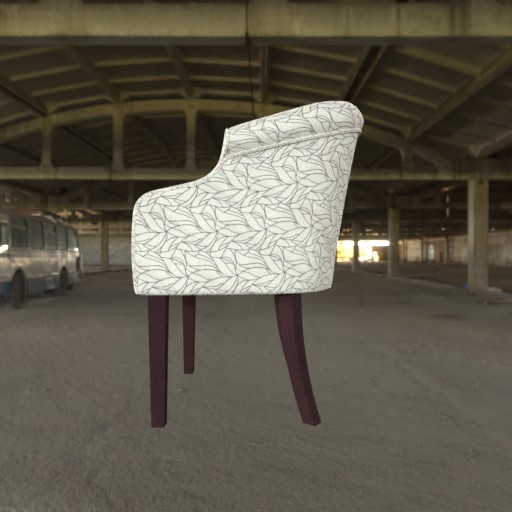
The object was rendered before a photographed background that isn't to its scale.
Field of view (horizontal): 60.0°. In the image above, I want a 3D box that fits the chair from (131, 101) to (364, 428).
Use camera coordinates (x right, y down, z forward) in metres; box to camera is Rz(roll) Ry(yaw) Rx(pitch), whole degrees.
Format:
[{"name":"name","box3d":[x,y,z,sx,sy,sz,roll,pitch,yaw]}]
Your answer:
[{"name":"chair","box3d":[0.000,0.000,1.368,0.613,0.858,0.686,0,1,0]}]
